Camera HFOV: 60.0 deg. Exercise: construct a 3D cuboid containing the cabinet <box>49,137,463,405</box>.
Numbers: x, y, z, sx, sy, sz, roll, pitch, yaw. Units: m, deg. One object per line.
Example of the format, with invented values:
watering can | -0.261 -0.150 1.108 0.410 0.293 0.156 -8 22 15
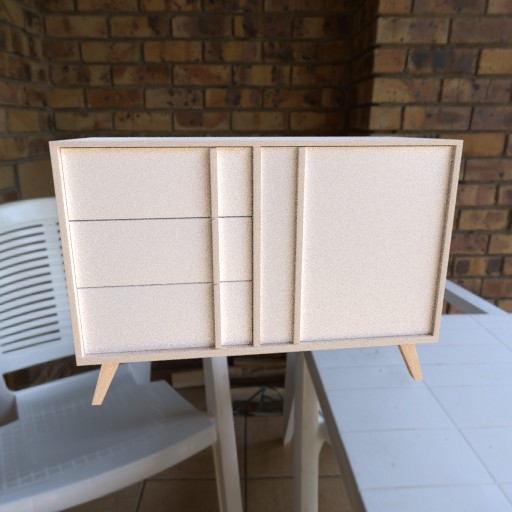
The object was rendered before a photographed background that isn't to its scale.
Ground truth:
cabinet | 0.000 0.000 1.523 1.110 0.780 0.500 -2 16 -7
